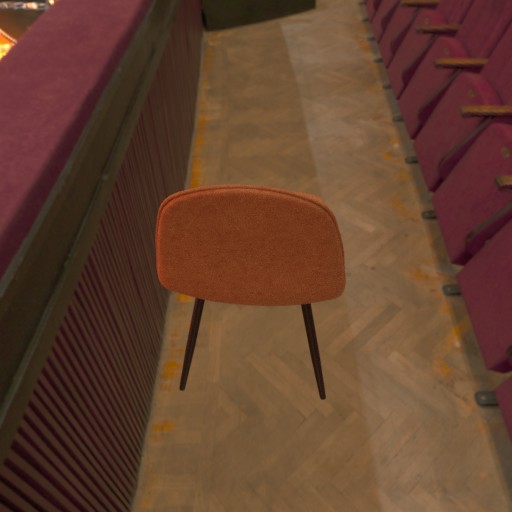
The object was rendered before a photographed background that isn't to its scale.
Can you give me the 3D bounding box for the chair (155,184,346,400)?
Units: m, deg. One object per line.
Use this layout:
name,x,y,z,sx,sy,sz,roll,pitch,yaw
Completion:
chair,0.000,0.000,1.235,0.472,0.889,0.561,3,46,3
